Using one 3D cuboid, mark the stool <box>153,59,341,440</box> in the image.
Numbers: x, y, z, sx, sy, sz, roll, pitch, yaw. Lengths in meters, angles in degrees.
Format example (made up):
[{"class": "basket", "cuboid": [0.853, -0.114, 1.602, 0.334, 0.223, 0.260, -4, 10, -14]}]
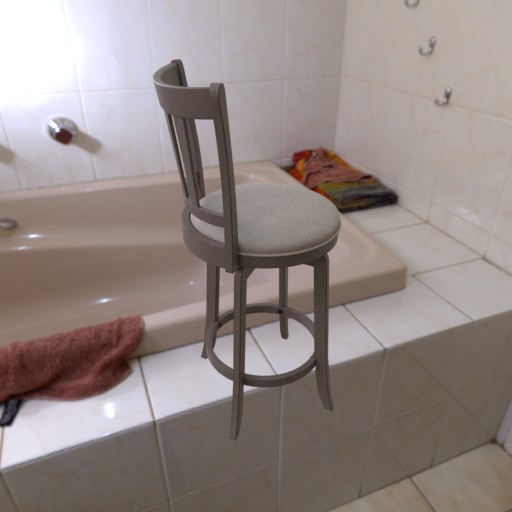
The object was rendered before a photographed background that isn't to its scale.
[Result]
[{"class": "stool", "cuboid": [0.000, 0.000, 1.291, 0.475, 1.023, 0.436, -10, 32, -17]}]
